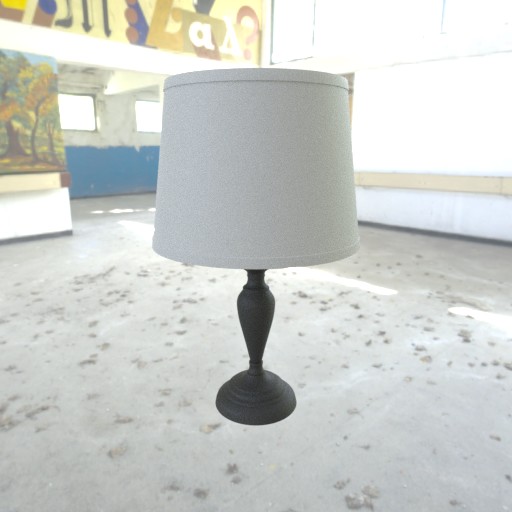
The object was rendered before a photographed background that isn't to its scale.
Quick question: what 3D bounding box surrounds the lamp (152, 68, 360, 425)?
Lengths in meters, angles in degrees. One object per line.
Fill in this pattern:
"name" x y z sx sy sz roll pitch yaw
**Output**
"lamp" 0.000 0.000 0.683 0.310 0.501 0.310 0 14 0
